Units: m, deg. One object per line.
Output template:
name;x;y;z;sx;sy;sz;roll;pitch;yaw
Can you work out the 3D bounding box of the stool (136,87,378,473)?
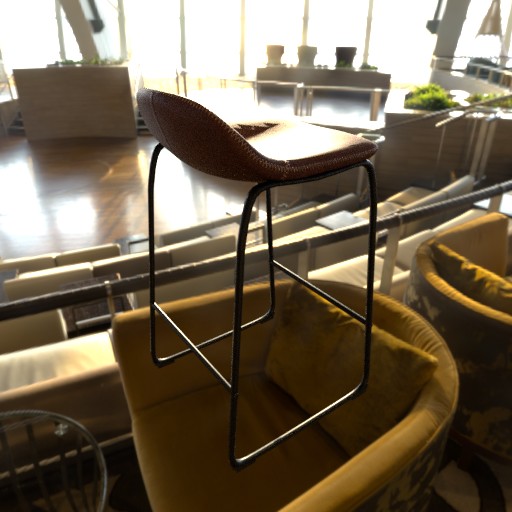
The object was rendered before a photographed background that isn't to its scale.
stool;0.000;0.000;1.123;0.473;0.830;0.454;-19;33;-31
